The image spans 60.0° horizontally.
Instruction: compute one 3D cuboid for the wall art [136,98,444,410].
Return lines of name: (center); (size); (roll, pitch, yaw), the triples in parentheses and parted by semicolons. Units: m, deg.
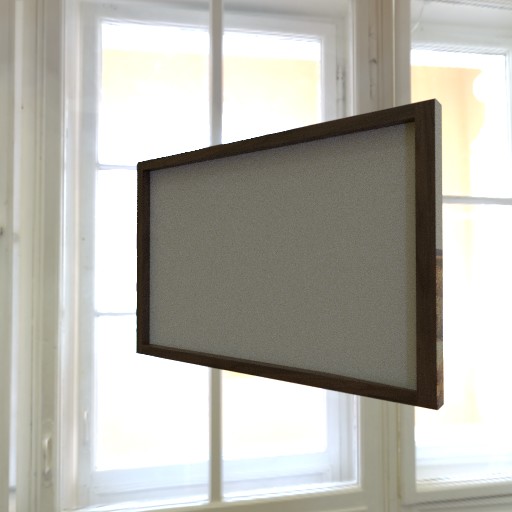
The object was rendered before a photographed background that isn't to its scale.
wall art: (0.000, 0.000, 1.156); (0.914, 0.610, 0.050); (-1, -1, 37)
